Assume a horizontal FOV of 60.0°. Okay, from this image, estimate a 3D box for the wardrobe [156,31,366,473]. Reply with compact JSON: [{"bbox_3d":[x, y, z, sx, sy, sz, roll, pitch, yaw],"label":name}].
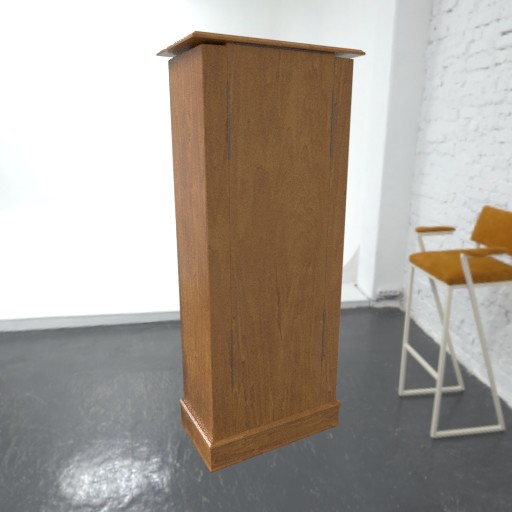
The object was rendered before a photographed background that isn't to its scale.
[{"bbox_3d":[0.000,0.000,1.131,0.406,0.959,0.273,-8,17,-27],"label":"wardrobe"}]
